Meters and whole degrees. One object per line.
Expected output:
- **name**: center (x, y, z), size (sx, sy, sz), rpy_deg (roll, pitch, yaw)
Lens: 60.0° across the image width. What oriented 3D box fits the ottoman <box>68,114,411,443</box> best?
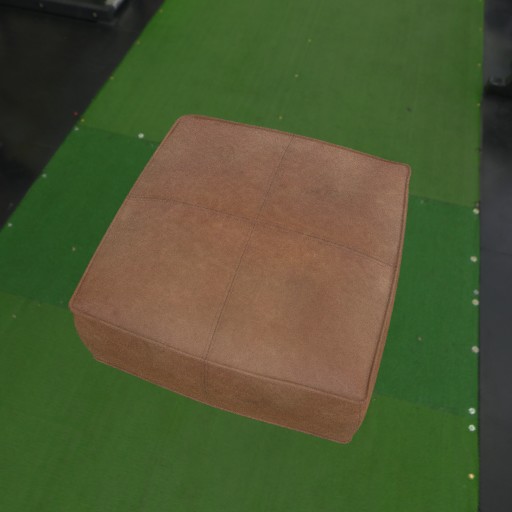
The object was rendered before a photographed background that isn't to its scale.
- **ottoman**: center (0.000, 0.000, 1.426), size (0.902, 0.395, 0.901), rpy_deg (16, 60, 9)
